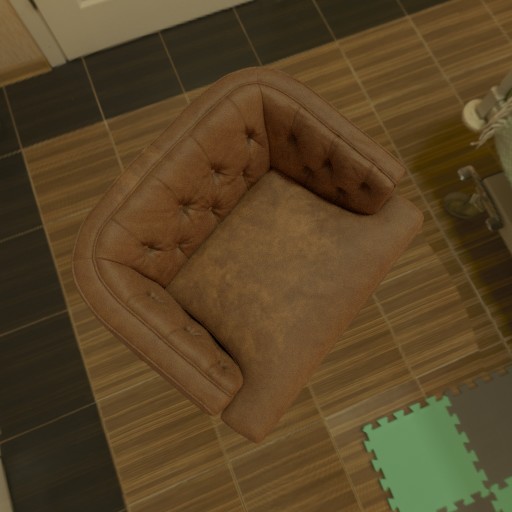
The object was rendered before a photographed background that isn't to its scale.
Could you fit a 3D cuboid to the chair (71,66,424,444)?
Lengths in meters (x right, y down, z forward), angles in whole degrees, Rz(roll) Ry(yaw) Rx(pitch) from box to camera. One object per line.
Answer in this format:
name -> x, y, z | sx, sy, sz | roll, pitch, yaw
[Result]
chair -> 0.000, 0.000, 1.779 | 0.911, 0.836, 1.119 | 38, 77, 10
